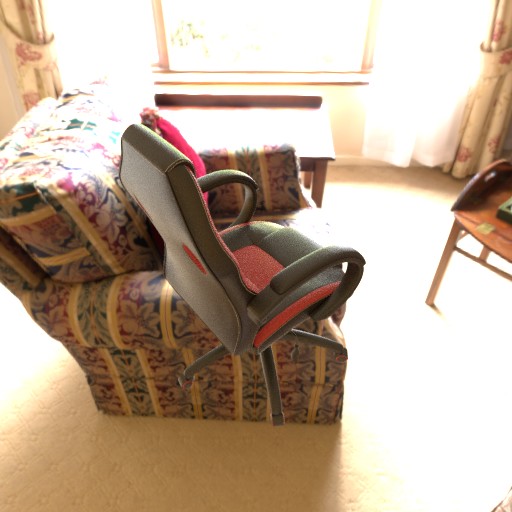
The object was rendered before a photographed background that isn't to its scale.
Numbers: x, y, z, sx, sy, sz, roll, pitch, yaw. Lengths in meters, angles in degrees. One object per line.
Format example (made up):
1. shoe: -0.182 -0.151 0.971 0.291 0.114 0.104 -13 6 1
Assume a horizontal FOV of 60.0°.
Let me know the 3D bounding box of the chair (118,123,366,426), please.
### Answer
1. chair: 0.000 0.000 1.711 0.783 1.189 0.750 -27 47 -27
